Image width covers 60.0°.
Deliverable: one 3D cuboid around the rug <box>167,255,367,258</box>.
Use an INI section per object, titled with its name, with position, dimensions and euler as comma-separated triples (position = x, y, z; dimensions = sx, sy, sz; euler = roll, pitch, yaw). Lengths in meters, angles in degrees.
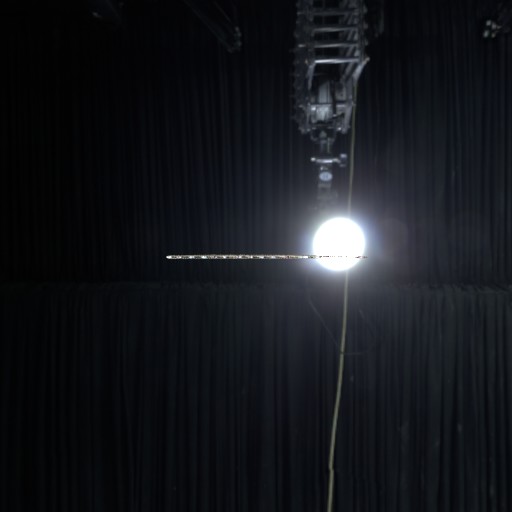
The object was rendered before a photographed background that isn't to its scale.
[rug]
position = 0.000, 0.000, 2.957
dimensions = 0.762, 0.011, 2.664
euler = 0, 0, -2
